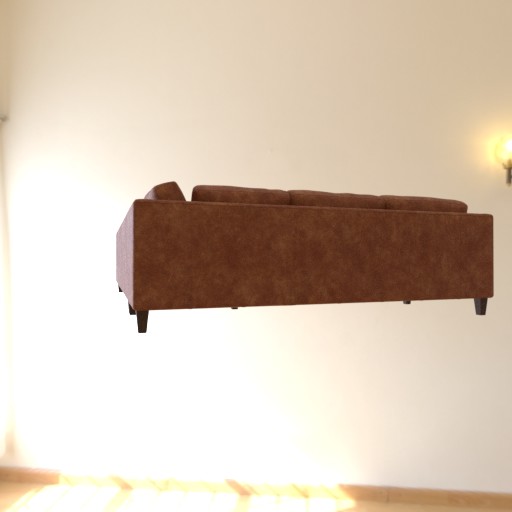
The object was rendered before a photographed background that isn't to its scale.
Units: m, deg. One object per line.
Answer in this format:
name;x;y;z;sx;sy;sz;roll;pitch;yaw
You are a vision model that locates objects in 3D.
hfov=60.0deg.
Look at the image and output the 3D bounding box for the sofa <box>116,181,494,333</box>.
sofa;0.000;0.000;4.175;2.438;0.838;3.150;0;0;-19
